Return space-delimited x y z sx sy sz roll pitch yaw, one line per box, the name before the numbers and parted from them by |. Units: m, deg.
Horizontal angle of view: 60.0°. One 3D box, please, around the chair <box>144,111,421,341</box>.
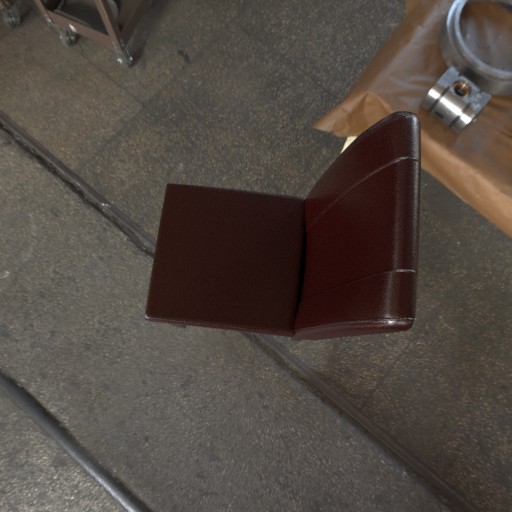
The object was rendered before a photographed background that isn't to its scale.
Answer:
chair | 0.000 0.000 1.177 0.556 0.897 0.399 6 76 2
